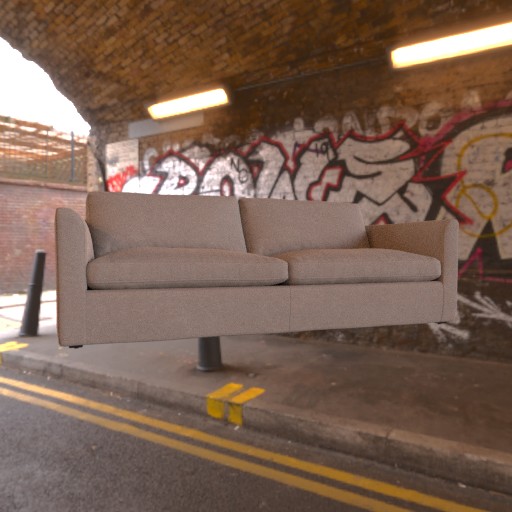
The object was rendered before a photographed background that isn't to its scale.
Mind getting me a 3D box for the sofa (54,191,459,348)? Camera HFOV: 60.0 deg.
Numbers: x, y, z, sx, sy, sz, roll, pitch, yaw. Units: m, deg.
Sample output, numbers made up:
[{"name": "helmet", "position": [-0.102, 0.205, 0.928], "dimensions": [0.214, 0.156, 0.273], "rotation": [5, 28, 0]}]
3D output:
[{"name": "sofa", "position": [0.000, 0.000, 2.812], "dimensions": [2.588, 0.838, 1.090], "rotation": [0, 0, -19]}]
